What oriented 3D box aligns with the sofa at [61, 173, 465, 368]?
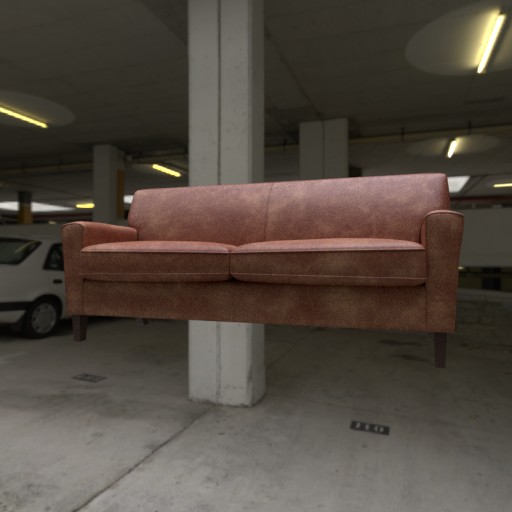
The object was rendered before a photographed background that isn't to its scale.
[{"bbox_3d":[0.000,0.000,2.481,2.053,0.947,0.805,0,0,18],"label":"sofa"}]
